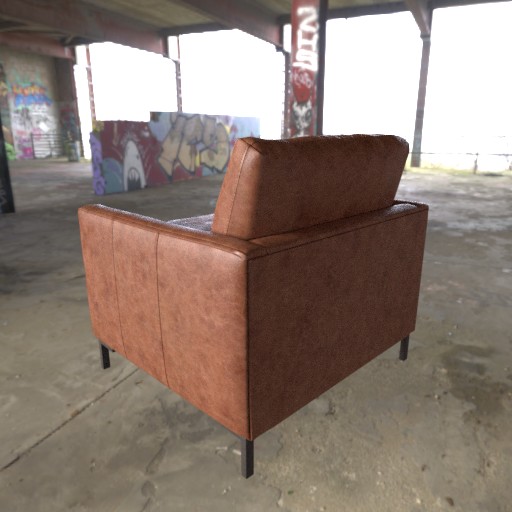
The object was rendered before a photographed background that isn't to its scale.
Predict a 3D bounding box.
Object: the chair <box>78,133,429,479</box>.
[{"bbox_3d":[0.000,0.000,1.624,0.862,0.869,0.967,15,22,43],"label":"chair"}]
